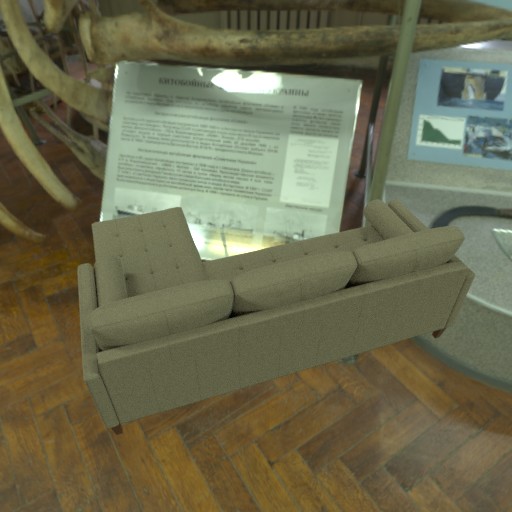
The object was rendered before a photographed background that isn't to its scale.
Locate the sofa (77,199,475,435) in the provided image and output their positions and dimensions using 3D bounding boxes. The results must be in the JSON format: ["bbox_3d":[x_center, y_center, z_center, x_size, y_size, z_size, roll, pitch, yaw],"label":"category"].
[{"bbox_3d":[0.000,0.000,2.918,2.178,0.875,1.506,-13,42,-14],"label":"sofa"}]
